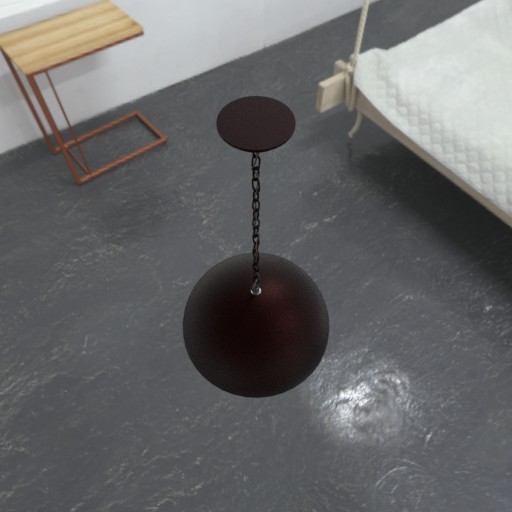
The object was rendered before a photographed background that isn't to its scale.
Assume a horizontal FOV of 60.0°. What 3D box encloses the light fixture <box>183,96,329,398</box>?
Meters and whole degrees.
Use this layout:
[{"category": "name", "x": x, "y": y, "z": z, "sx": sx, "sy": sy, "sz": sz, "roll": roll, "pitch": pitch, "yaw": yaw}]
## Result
[{"category": "light fixture", "x": 0.000, "y": 0.000, "z": 1.138, "sx": 0.492, "sy": 0.869, "sz": 0.492, "roll": 30, "pitch": 62, "yaw": 18}]
